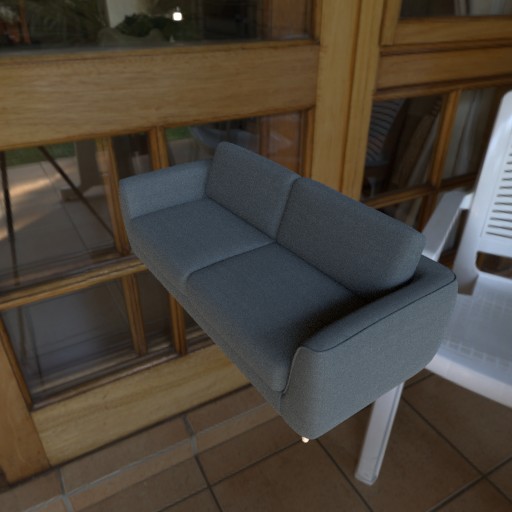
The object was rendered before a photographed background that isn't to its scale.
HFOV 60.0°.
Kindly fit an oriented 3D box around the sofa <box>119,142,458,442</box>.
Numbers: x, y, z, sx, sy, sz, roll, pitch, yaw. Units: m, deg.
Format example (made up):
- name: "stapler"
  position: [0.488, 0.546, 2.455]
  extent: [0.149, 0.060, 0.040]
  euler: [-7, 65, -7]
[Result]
- name: "sofa"
  position: [0.000, 0.000, 2.481]
  extent: [0.920, 0.850, 2.000]
  euler: [-20, 36, -29]
